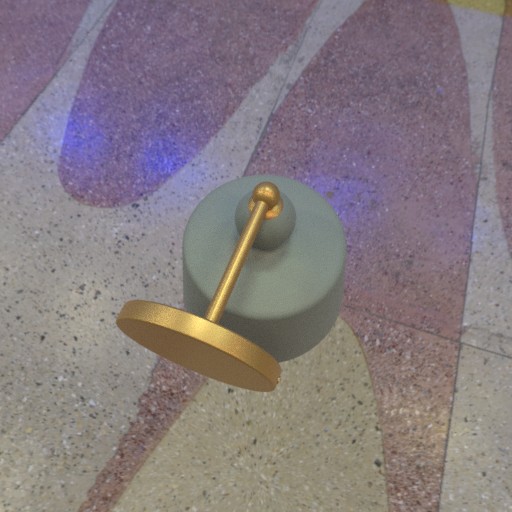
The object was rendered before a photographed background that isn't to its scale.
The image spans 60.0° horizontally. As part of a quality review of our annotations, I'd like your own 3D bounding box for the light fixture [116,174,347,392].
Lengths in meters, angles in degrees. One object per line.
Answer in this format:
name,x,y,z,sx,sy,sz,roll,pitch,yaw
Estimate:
light fixture,0.000,0.000,0.441,0.204,0.268,0.254,19,65,9
